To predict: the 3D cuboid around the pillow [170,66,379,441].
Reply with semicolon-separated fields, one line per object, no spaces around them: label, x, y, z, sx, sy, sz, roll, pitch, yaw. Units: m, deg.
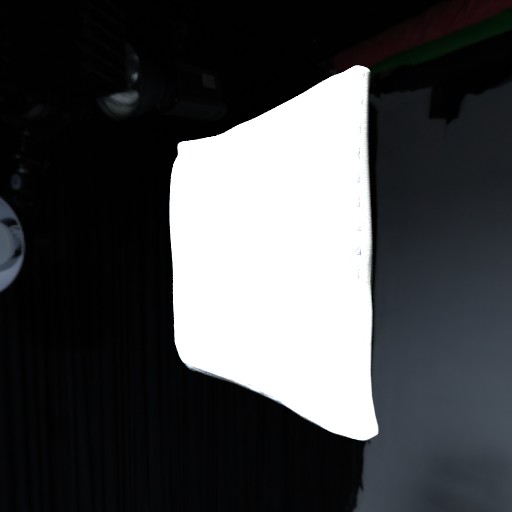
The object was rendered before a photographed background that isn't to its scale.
pillow;0.000;0.000;0.773;0.219;0.491;0.496;0;0;-37
